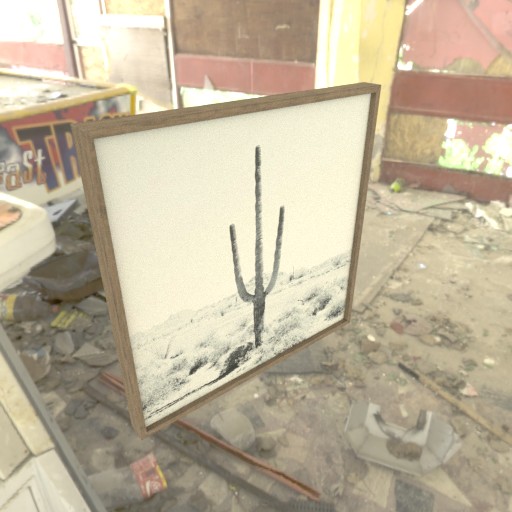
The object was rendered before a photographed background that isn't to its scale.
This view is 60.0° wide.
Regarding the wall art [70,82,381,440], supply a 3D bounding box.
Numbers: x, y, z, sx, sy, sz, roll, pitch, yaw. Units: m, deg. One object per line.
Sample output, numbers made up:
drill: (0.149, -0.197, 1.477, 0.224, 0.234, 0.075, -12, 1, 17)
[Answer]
wall art: (0.000, 0.000, 0.755, 0.508, 0.508, 0.038, -21, 36, -32)
